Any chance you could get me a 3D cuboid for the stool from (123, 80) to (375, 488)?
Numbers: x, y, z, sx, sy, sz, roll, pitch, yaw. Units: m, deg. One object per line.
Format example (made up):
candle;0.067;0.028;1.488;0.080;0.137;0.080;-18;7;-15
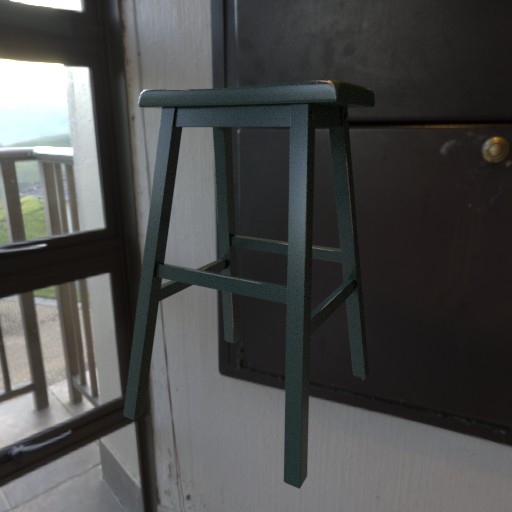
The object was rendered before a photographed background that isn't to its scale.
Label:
stool;0.000;0.000;1.045;0.457;0.737;0.476;9;18;28
